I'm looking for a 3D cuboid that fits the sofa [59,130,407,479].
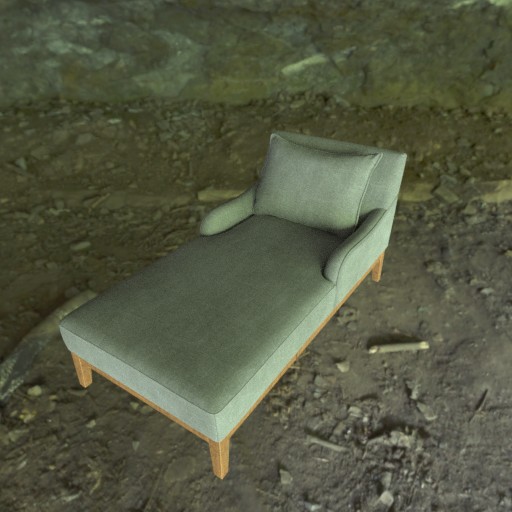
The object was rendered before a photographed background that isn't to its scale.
[{"bbox_3d":[0.000,0.000,2.296,0.894,0.859,1.779,19,36,29],"label":"sofa"}]
